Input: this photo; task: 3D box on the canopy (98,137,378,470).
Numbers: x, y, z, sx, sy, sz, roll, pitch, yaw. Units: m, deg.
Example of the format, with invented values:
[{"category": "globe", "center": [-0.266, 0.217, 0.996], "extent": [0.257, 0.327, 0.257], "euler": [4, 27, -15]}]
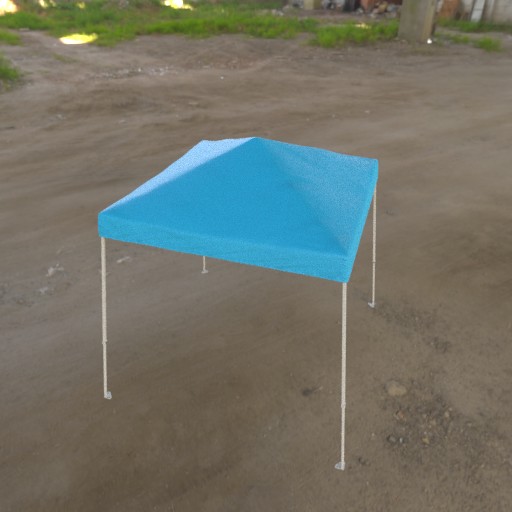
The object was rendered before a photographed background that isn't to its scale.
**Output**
[{"category": "canopy", "center": [0.000, 0.000, 6.640], "extent": [3.600, 3.600, 3.599], "euler": [10, 34, 16]}]
